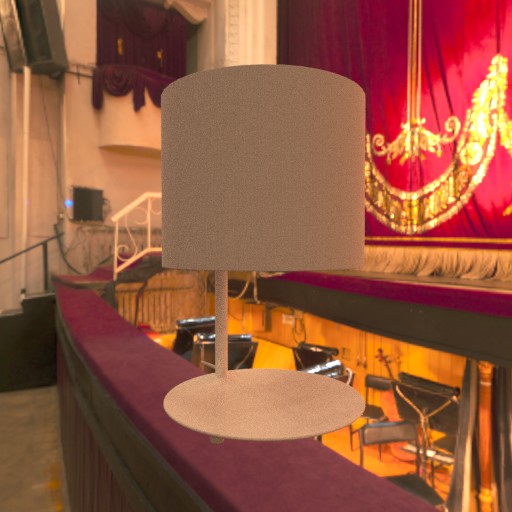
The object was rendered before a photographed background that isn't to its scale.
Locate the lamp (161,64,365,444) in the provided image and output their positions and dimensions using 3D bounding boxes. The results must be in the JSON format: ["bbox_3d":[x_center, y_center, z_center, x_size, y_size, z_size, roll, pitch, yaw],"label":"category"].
[{"bbox_3d":[0.000,0.000,0.684,0.299,0.454,0.341,-1,2,-35],"label":"lamp"}]
